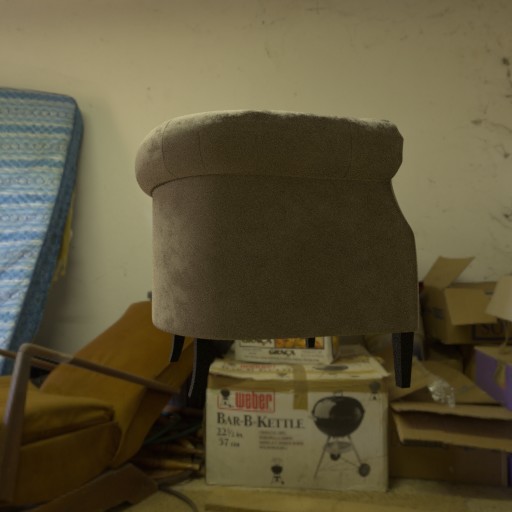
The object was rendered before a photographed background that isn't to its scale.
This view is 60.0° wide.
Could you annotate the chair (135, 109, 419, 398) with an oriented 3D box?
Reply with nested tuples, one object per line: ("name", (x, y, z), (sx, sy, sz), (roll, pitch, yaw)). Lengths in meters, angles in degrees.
("chair", (0.000, 0.000, 1.608), (0.851, 0.826, 0.904), (0, -1, -18))
